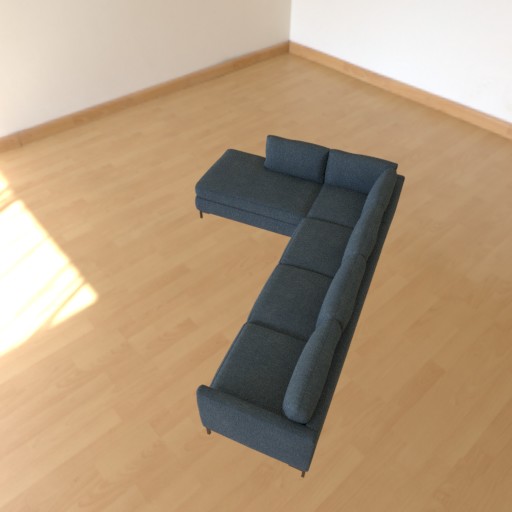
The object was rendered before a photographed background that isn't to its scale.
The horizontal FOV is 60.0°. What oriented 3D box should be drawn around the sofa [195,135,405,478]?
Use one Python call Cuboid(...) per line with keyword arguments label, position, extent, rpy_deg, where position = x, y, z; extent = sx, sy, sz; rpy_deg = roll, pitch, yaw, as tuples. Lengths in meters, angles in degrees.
Cuboid(label="sofa", position=(0.000, 0.000, 3.913), extent=(2.007, 0.815, 2.949), rpy_deg=(17, 48, 16))
